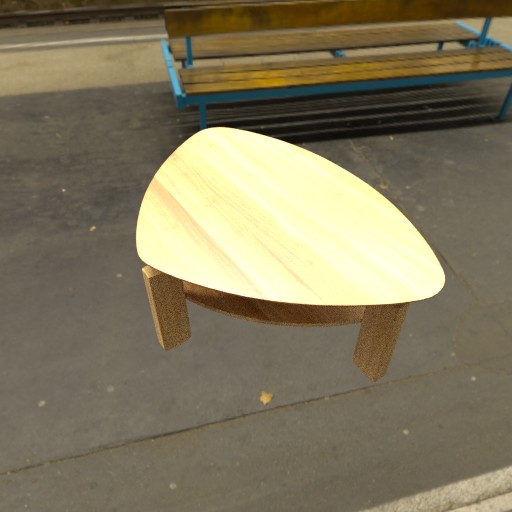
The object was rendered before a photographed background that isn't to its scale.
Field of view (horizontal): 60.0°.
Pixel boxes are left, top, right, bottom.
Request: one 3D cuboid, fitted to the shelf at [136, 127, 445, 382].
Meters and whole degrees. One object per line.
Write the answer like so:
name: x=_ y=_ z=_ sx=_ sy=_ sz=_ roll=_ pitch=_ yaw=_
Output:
shelf: x=0.000 y=0.000 z=1.678 sx=0.863 sy=0.439 sz=1.240 roll=-26 pitch=48 yaw=-26
